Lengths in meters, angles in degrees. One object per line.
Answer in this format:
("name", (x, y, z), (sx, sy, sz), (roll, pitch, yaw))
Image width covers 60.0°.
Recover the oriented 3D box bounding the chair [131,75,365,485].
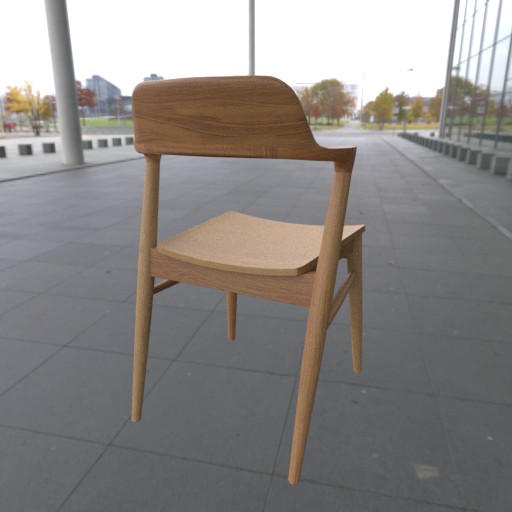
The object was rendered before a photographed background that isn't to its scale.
("chair", (0.000, 0.000, 1.102), (0.512, 0.792, 0.499), (9, 19, 26))
